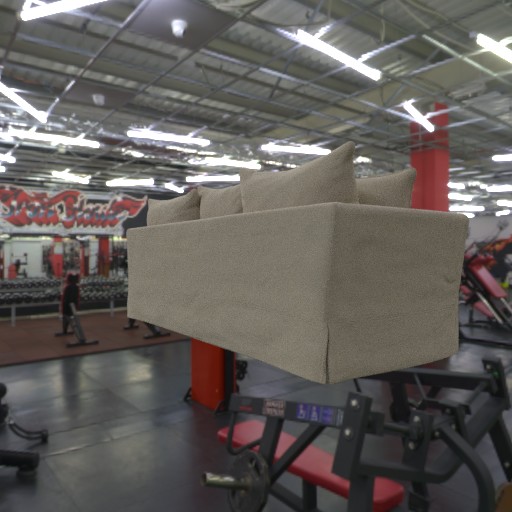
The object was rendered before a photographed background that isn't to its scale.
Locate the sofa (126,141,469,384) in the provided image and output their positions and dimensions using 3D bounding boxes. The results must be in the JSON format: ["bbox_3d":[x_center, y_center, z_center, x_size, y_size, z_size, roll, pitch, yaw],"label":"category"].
[{"bbox_3d":[0.000,0.000,3.060,1.046,1.047,2.499,0,0,-35],"label":"sofa"}]
